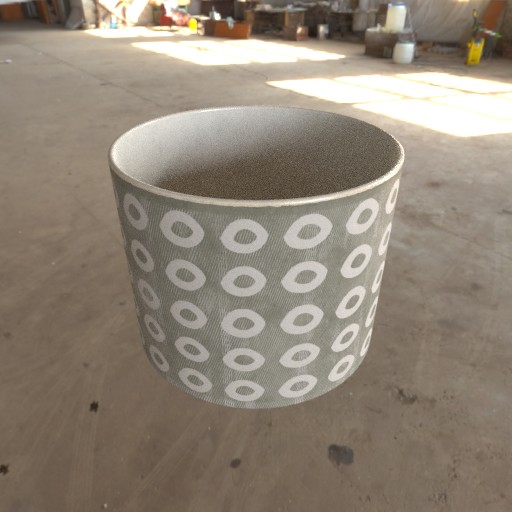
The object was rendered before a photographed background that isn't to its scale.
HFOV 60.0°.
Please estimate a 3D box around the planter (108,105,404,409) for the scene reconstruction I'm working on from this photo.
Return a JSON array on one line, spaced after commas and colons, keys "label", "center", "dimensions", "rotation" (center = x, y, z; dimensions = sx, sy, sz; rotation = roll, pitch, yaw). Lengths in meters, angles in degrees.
[{"label": "planter", "center": [0.000, 0.000, 0.451], "dimensions": [0.250, 0.239, 0.250], "rotation": [0, 32, 0]}]
